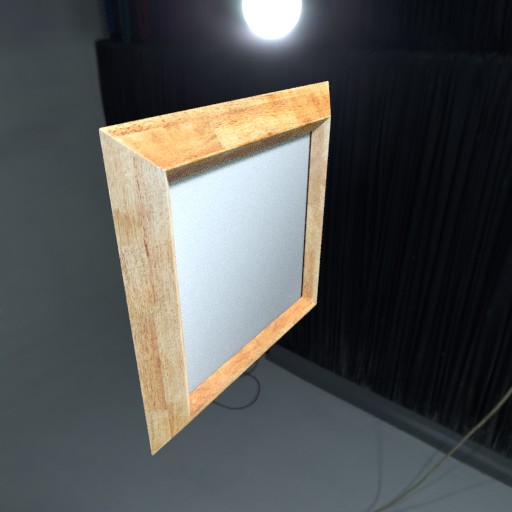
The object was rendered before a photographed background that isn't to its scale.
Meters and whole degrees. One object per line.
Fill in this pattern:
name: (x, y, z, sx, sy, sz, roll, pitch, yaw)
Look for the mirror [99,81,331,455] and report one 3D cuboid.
mirror: (0.000, 0.000, 0.965, 0.047, 0.651, 0.651, 19, 33, 31)
